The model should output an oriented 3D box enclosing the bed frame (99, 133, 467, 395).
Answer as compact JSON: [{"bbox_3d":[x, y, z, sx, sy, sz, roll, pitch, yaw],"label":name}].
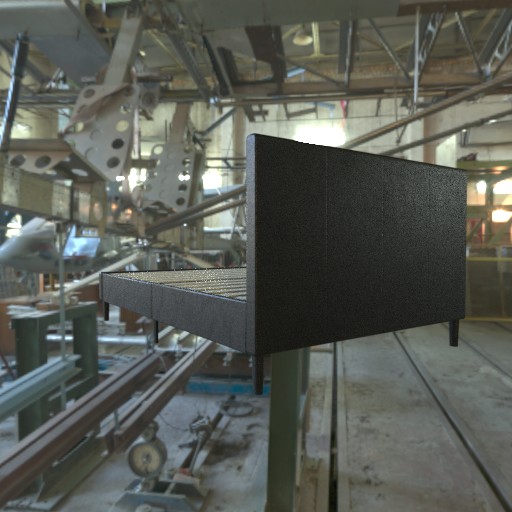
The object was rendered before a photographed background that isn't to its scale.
[{"bbox_3d":[0.000,0.000,3.283,1.634,1.127,2.318,-1,2,-35],"label":"bed frame"}]
